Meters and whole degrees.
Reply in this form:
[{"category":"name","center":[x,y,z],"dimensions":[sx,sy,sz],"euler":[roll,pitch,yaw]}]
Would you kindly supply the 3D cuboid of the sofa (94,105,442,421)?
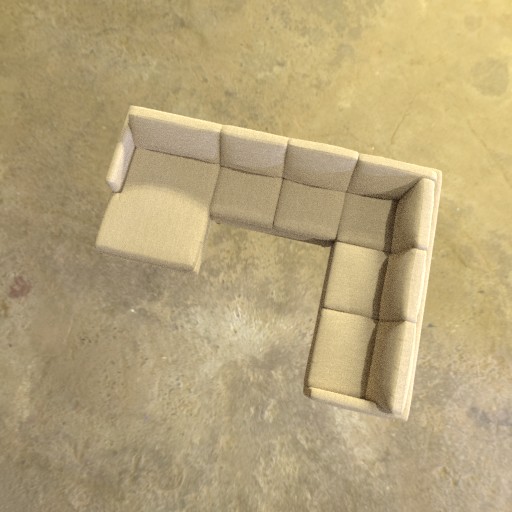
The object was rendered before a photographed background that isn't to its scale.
[{"category":"sofa","center":[0.000,0.000,4.683],"dimensions":[3.460,0.961,2.594],"euler":[13,77,3]}]
